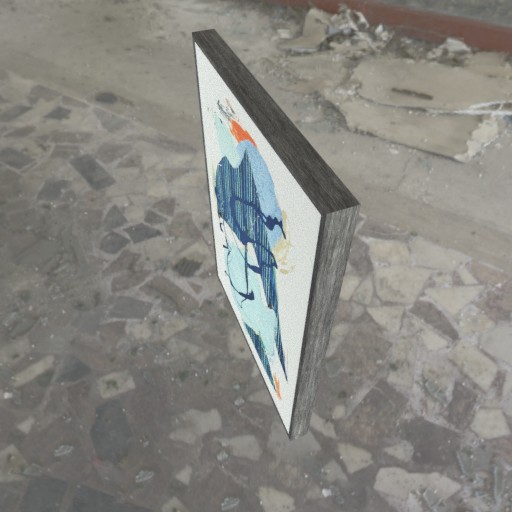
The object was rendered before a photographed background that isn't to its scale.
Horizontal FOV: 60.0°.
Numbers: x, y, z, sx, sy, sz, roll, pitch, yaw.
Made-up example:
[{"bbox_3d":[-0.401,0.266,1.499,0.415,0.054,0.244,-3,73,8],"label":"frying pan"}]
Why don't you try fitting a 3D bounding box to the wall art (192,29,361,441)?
[{"bbox_3d":[0.000,0.000,1.326,0.063,1.016,0.762,-17,50,-14],"label":"wall art"}]
